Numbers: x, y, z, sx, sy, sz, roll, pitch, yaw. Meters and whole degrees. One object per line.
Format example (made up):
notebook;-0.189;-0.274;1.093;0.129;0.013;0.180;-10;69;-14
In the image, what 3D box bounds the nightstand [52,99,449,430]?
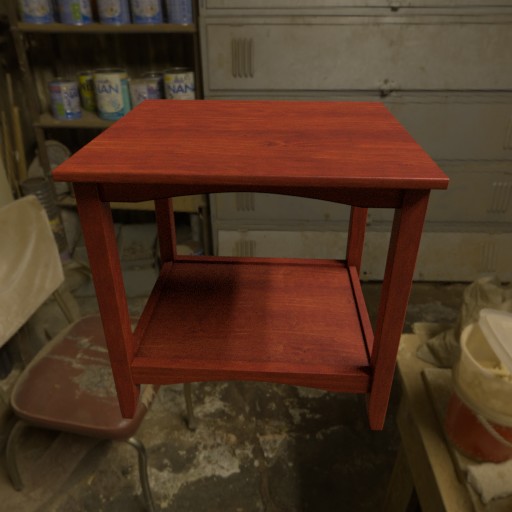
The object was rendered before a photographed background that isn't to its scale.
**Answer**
nightstand;0.000;0.000;0.974;0.558;0.558;0.501;2;31;3
